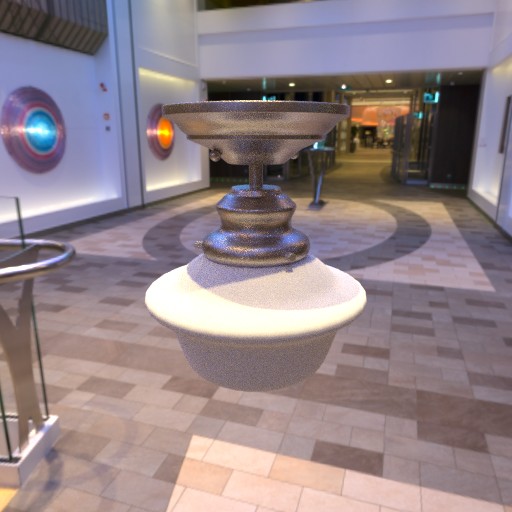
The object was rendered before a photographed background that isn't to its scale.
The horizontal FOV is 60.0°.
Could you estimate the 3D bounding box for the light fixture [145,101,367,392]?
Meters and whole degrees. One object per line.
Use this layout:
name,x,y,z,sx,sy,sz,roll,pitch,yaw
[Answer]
light fixture,0.000,0.000,0.398,0.199,0.254,0.199,0,15,0
